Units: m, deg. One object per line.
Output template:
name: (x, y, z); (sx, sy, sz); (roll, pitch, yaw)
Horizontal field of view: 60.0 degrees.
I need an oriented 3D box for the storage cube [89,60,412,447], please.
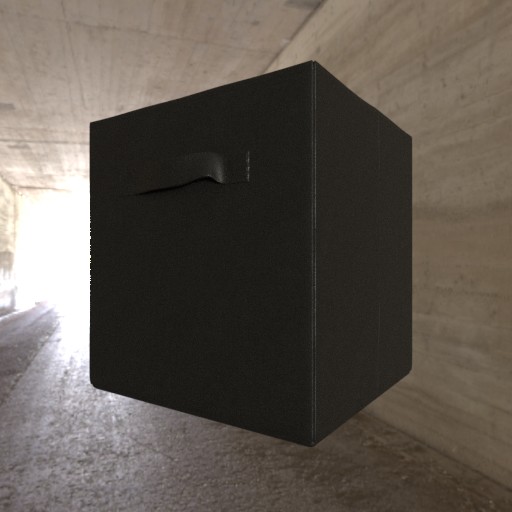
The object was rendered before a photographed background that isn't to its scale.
storage cube: (0.000, 0.000, 0.487); (0.270, 0.280, 0.270); (0, 0, 35)
